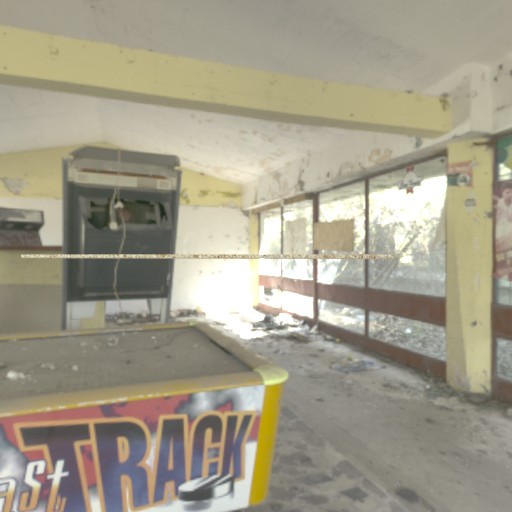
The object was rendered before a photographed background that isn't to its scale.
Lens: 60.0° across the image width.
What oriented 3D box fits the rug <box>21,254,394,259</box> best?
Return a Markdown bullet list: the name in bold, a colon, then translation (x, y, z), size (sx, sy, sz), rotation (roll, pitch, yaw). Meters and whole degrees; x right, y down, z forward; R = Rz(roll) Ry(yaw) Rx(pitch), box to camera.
- **rug**: translation (0.000, 0.000, 4.073), size (2.400, 0.025, 3.000), rotation (0, 0, 17)
